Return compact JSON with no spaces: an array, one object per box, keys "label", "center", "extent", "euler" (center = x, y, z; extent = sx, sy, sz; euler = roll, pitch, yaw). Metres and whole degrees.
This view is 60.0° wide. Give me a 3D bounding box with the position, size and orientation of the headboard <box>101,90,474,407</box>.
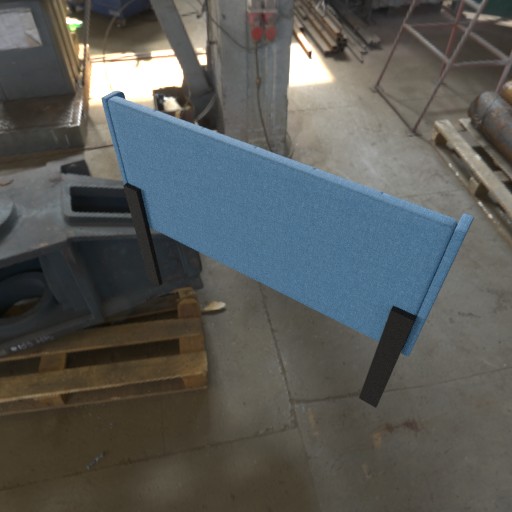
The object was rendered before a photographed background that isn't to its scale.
[{"label":"headboard","center":[0.000,0.000,2.712],"extent":[2.051,1.524,0.184],"euler":[25,51,22]}]
